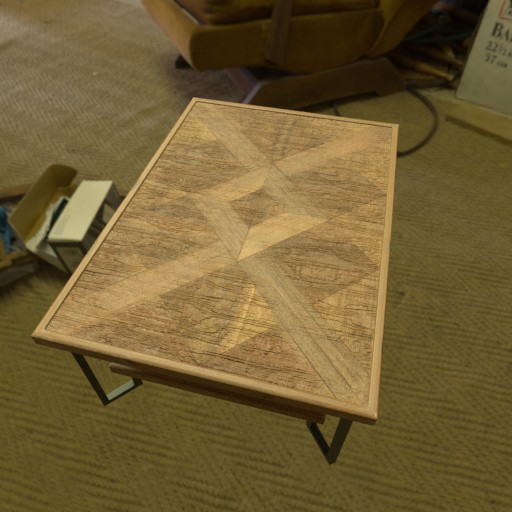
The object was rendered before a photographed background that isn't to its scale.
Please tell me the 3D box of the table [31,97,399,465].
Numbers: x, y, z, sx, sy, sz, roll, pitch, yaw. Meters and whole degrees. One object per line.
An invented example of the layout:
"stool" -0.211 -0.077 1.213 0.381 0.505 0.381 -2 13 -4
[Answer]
"table" 0.000 0.000 1.641 0.877 0.492 1.238 11 49 9
